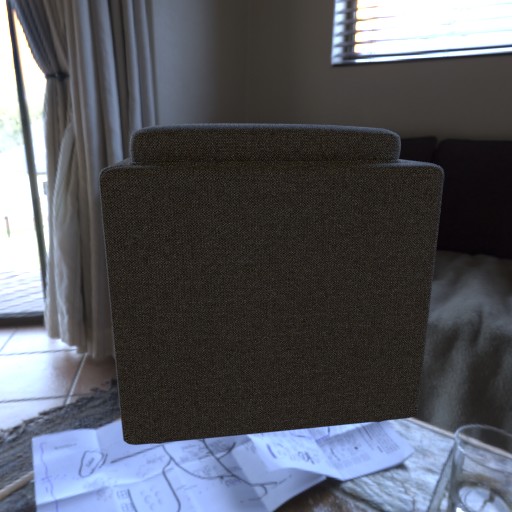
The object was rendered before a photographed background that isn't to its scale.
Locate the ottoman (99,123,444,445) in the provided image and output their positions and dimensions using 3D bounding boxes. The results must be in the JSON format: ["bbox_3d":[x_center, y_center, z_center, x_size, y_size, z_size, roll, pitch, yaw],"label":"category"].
[{"bbox_3d":[0.000,0.000,0.809,0.450,0.460,0.450,-2,16,-8],"label":"ottoman"}]
